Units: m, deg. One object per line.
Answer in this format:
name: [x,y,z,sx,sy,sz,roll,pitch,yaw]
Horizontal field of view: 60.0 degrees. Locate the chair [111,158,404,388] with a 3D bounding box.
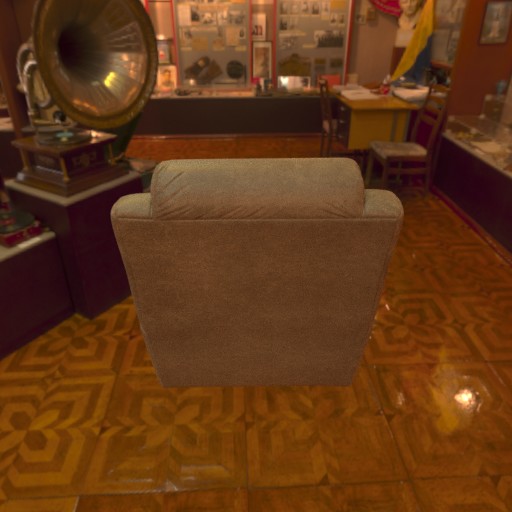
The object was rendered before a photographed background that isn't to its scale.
chair: [0.000,0.000,1.972,0.965,1.116,1.068,0,29,-1]
